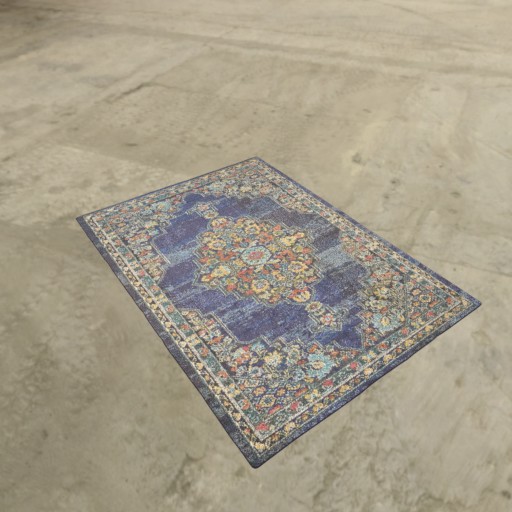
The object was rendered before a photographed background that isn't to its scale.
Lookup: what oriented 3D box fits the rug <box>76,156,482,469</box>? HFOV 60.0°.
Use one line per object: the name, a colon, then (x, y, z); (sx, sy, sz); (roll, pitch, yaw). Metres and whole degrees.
rug: (0.000, 0.000, 2.882); (1.630, 0.009, 2.232); (-25, 46, -27)
